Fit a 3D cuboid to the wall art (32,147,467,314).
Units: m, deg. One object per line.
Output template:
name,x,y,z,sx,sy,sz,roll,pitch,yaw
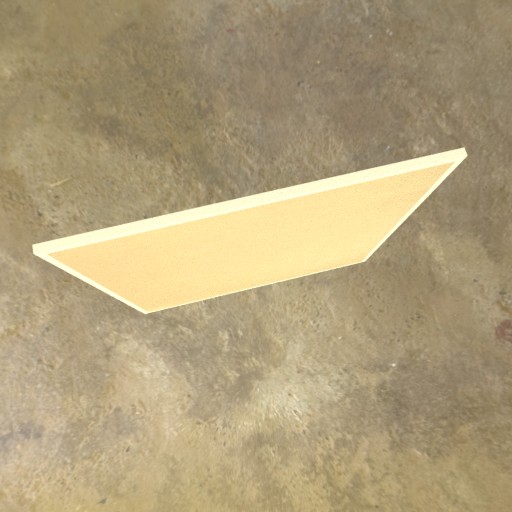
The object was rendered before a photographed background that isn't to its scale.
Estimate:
wall art,0.000,0.000,0.824,0.557,0.557,0.012,-13,76,-3
